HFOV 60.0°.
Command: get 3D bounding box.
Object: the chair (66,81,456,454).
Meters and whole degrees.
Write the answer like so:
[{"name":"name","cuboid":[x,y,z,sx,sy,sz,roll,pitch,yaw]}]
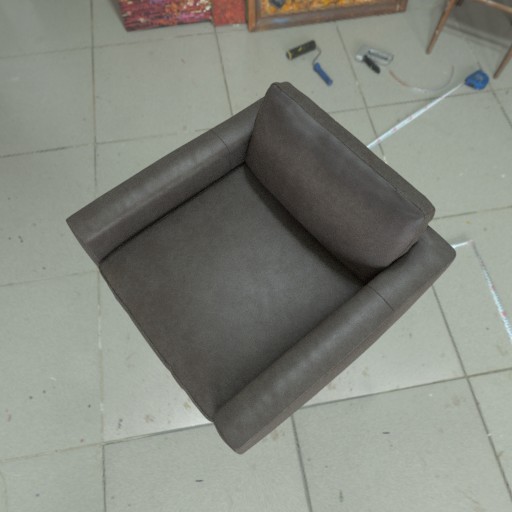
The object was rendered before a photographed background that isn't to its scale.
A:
[{"name":"chair","cuboid":[0.000,0.000,1.801,1.080,0.807,1.106,-37,70,-16]}]
